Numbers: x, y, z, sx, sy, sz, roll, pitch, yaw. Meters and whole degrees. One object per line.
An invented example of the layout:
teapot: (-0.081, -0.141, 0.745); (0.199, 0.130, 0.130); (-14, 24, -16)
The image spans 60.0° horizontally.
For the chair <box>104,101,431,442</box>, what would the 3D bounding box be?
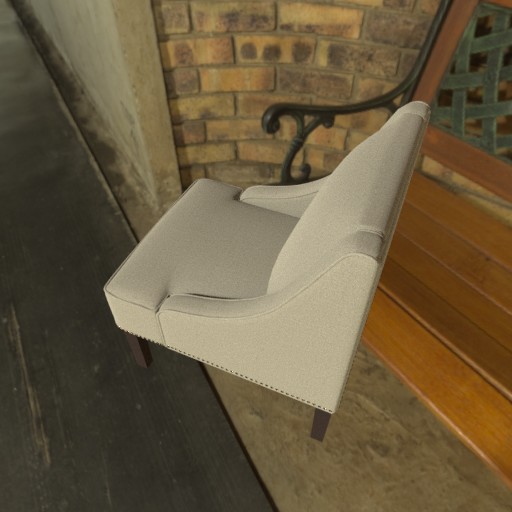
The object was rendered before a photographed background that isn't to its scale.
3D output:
chair: (0.000, 0.000, 1.356); (0.737, 0.864, 0.610); (17, 49, 16)
